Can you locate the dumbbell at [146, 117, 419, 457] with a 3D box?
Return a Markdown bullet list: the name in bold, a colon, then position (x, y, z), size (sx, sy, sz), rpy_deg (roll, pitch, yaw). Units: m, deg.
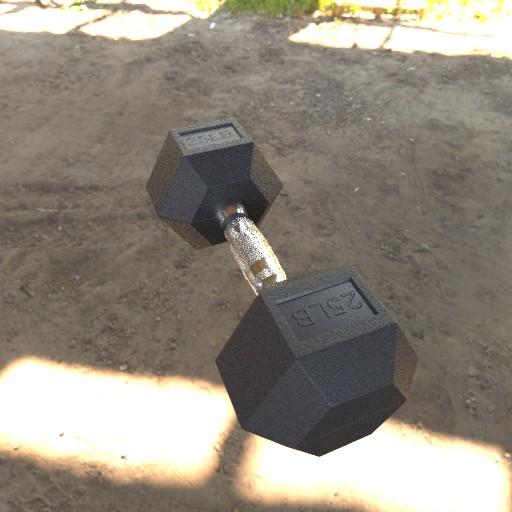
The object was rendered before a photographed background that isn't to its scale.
- **dumbbell**: position (0.000, 0.000, 0.375), size (0.129, 0.113, 0.315), rpy_deg (-16, 47, -16)
